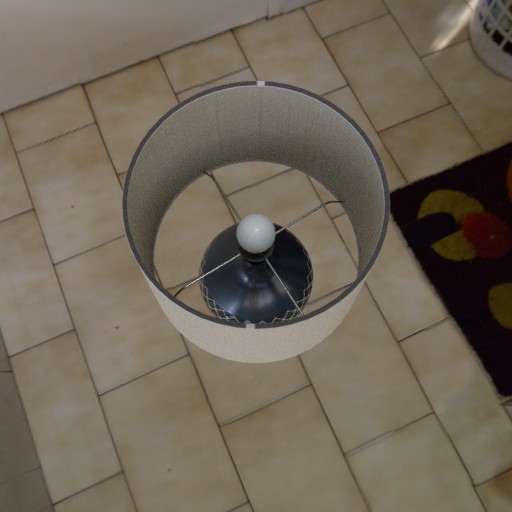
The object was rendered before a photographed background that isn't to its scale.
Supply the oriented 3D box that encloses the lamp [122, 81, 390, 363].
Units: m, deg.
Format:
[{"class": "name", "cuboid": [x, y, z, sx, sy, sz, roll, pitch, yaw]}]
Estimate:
[{"class": "lamp", "cuboid": [0.000, 0.000, 0.797, 0.376, 0.540, 0.376, 0, 74, 0]}]
